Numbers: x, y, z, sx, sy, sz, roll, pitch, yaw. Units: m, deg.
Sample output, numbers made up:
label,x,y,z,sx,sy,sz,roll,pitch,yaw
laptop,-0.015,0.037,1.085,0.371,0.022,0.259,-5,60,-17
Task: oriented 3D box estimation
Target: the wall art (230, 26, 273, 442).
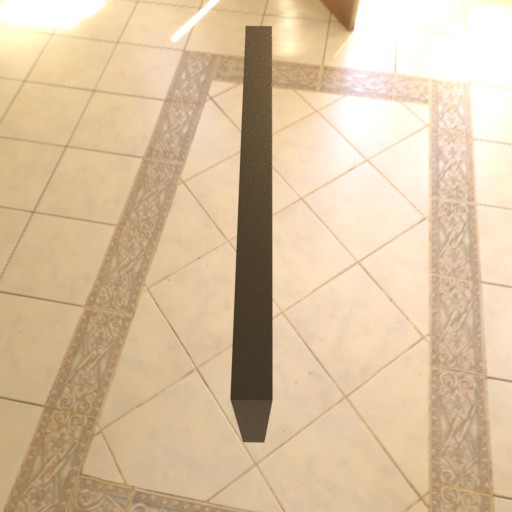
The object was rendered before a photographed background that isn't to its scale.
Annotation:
label,x,y,z,sx,sy,sz,roll,pitch,yaw
wall art,0.000,0.000,0.523,0.028,0.321,0.381,1,63,0
